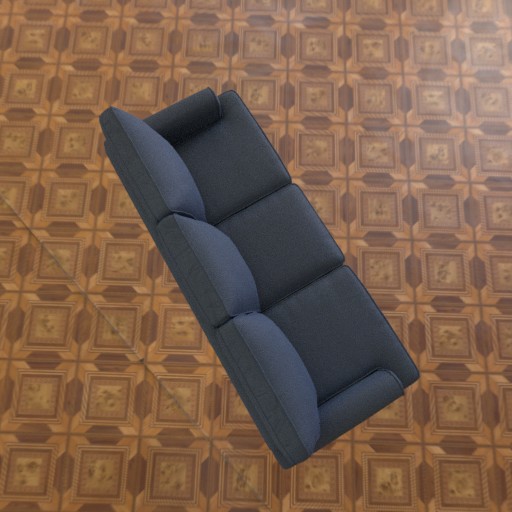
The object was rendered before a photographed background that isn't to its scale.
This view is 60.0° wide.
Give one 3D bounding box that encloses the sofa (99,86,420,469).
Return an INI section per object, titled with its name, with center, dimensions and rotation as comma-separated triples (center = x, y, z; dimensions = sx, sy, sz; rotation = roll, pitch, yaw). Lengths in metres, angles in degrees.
[sofa]
center = 0.000, 0.000, 2.624
dimensions = 0.951, 0.965, 2.158
rotation = -30, 78, -7
